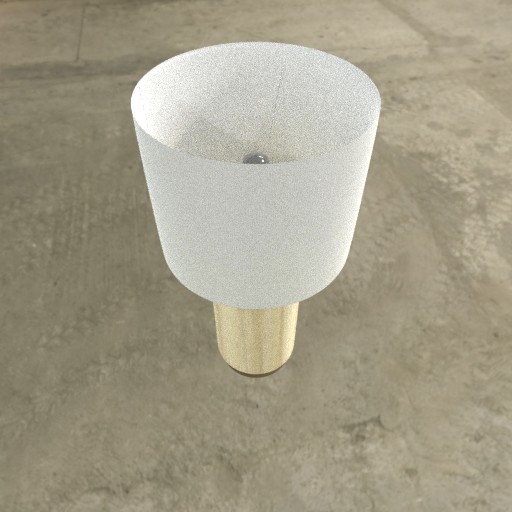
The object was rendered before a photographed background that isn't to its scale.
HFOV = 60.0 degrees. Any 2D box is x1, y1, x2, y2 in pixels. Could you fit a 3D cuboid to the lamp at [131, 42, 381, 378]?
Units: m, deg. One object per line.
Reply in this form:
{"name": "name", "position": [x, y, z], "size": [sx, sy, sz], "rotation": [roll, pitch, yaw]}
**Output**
{"name": "lamp", "position": [0.000, 0.000, 0.570], "size": [0.228, 0.444, 0.228], "rotation": [12, 48, 11]}
